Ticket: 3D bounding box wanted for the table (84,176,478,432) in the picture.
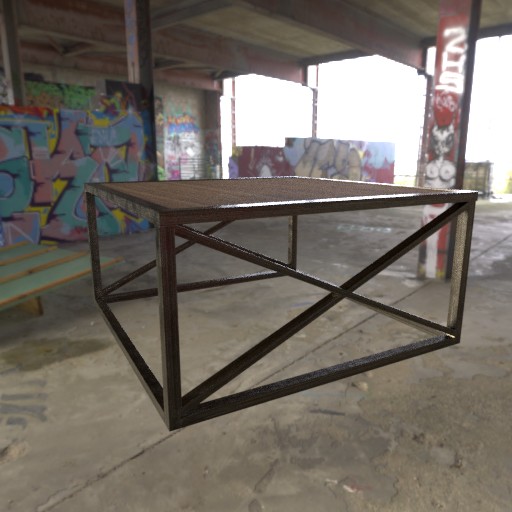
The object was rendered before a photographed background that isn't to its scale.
[{"bbox_3d":[0.000,0.000,1.449,0.899,0.451,0.909,-7,15,-28],"label":"table"}]
